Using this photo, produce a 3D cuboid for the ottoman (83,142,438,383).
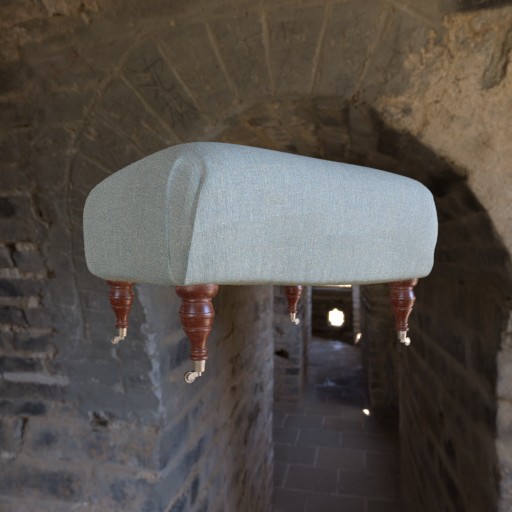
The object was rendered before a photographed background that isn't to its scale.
[{"bbox_3d":[0.000,0.000,1.135,0.747,0.450,0.622,0,0,-34],"label":"ottoman"}]
